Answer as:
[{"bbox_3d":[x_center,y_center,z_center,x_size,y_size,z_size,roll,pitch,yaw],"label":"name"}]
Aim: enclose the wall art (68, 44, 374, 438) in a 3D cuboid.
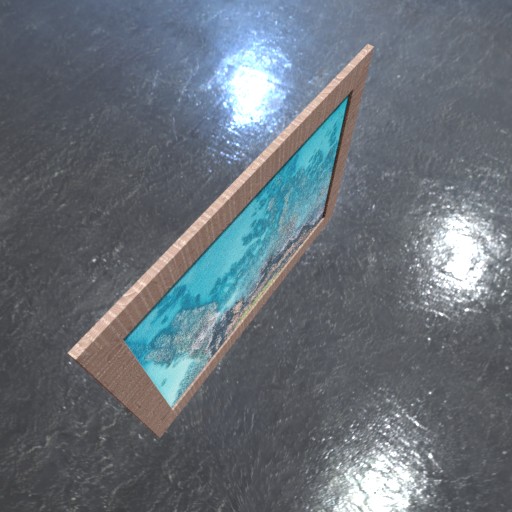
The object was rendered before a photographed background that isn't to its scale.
[{"bbox_3d":[0.000,0.000,1.286,0.020,0.761,1.056,31,64,18],"label":"wall art"}]
